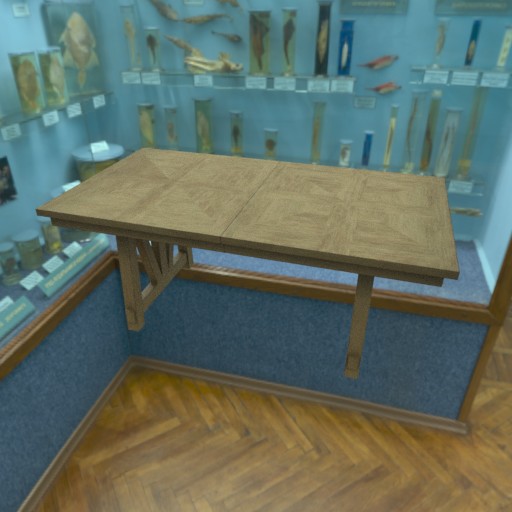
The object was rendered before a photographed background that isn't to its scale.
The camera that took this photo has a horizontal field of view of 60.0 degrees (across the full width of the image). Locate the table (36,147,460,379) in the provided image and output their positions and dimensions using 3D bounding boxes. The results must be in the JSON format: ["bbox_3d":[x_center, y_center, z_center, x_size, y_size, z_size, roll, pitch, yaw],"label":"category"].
[{"bbox_3d":[0.000,0.000,2.480,1.881,0.768,1.016,9,32,15],"label":"table"}]
